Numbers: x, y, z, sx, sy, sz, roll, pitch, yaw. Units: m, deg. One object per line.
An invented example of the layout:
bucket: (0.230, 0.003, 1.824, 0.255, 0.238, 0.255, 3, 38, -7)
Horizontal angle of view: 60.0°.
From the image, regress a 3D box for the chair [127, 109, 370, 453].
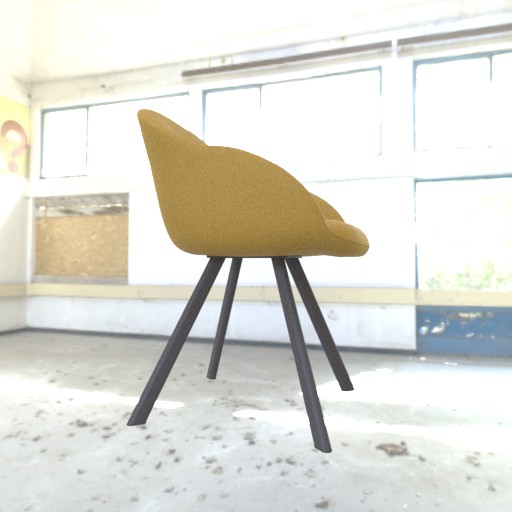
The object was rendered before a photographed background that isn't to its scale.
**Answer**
chair: (0.000, 0.000, 1.182, 0.583, 0.793, 0.551, 0, -1, 18)
